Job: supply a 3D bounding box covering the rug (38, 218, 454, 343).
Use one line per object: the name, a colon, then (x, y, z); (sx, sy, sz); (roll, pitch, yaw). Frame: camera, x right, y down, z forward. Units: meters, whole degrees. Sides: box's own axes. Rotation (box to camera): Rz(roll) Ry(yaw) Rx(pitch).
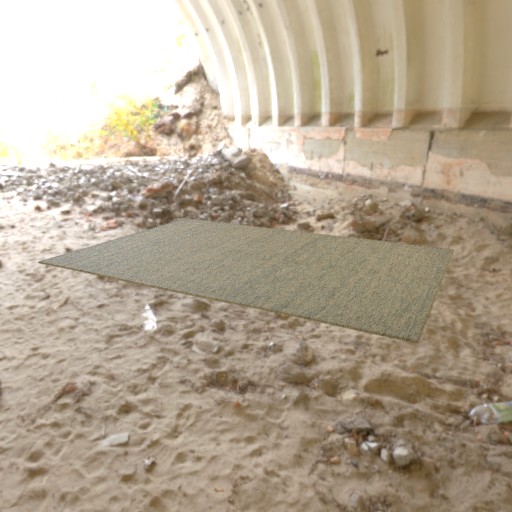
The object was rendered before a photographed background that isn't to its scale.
rug: (0.000, 0.000, 2.924); (2.283, 0.013, 1.547); (9, 18, 27)
